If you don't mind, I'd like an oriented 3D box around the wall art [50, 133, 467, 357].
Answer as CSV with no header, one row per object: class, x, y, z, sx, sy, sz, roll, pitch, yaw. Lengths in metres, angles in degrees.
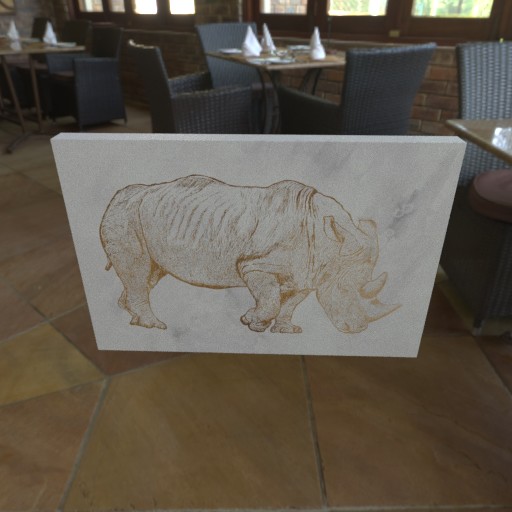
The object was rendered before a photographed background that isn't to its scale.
wall art,0.000,0.000,0.764,0.609,0.407,0.038,1,29,2
